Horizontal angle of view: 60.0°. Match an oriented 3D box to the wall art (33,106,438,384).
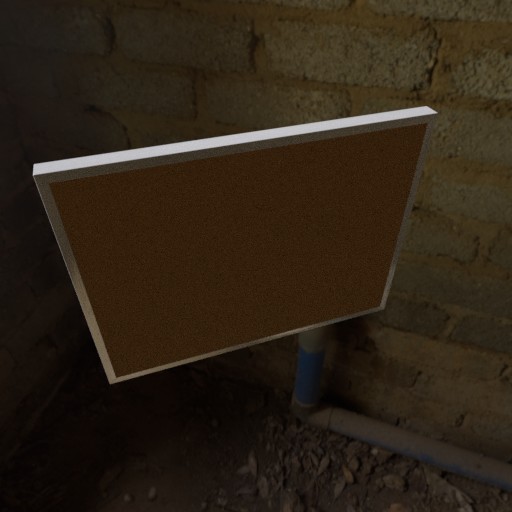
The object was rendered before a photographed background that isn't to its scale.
[{"bbox_3d":[0.000,0.000,1.364,1.041,0.787,0.053,-12,42,-14],"label":"wall art"}]
